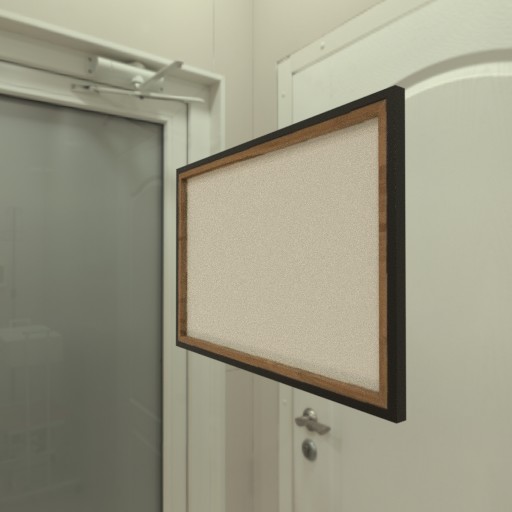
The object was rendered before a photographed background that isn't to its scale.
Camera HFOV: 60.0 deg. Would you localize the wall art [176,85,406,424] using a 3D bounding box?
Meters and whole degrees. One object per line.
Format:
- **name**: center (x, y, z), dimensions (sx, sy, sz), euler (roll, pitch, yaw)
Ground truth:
- **wall art**: center (0.000, 0.000, 0.856), dimensions (0.022, 0.446, 0.659), euler (1, -1, -36)
